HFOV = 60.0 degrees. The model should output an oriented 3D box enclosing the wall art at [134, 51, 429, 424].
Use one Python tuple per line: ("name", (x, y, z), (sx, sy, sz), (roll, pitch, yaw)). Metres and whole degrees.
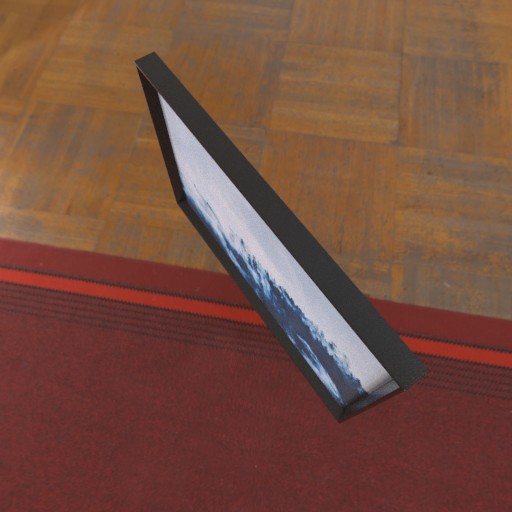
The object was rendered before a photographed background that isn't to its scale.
("wall art", (0.000, 0.000, 1.196), (0.058, 0.640, 0.939), (-32, 69, -14))
